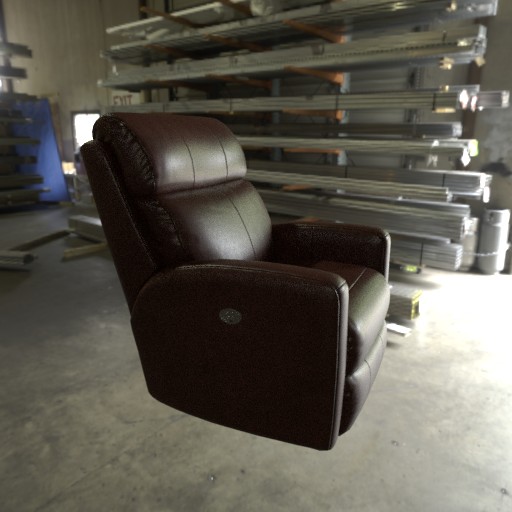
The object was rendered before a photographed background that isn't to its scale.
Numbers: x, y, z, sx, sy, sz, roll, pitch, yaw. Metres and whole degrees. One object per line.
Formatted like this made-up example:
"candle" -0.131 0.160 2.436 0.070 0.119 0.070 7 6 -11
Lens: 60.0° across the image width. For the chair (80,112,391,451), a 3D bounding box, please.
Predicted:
"chair" 0.000 0.000 1.651 0.939 1.016 0.787 7 17 25
